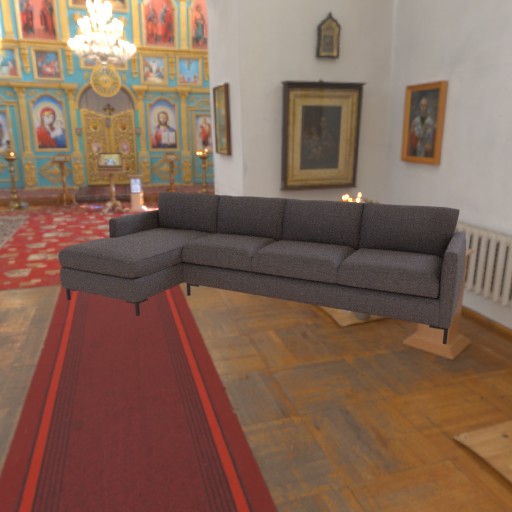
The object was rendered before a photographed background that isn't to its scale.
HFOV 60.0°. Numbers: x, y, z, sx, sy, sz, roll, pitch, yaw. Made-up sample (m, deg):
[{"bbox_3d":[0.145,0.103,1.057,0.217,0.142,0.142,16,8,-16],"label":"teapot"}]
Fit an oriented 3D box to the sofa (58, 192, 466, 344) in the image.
[{"bbox_3d":[0.000,0.000,3.224,2.731,0.754,1.258,7,16,27],"label":"sofa"}]
